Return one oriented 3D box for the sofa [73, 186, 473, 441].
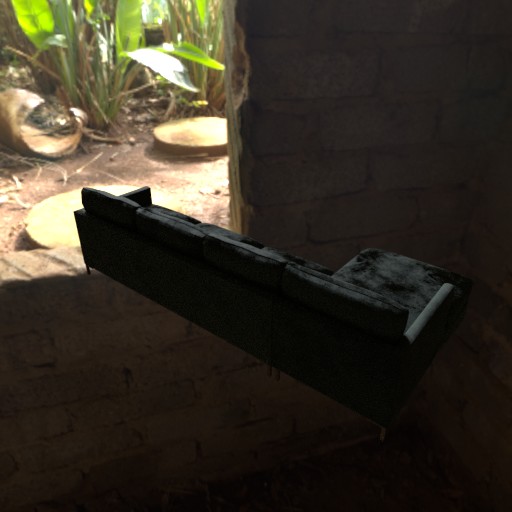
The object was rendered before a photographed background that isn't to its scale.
[{"bbox_3d":[0.000,0.000,4.038,3.400,0.967,1.500,21,36,33],"label":"sofa"}]
